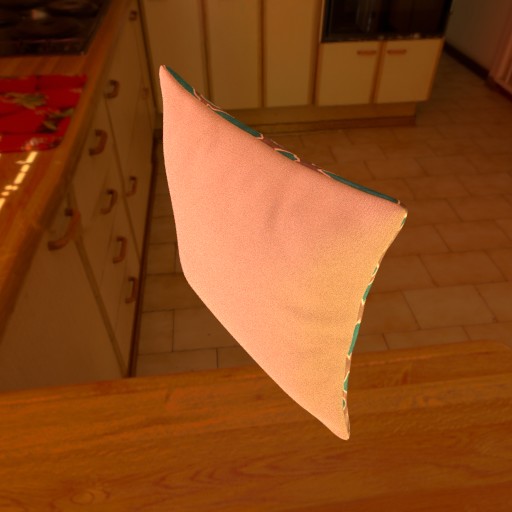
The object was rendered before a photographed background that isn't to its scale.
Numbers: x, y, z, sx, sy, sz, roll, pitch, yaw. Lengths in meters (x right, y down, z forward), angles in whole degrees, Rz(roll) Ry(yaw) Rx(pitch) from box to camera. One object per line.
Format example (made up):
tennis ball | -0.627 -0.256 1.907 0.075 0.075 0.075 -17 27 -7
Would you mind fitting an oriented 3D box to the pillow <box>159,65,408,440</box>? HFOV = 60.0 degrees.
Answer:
pillow | 0.000 0.000 0.771 0.166 0.507 0.526 -27 48 -27
